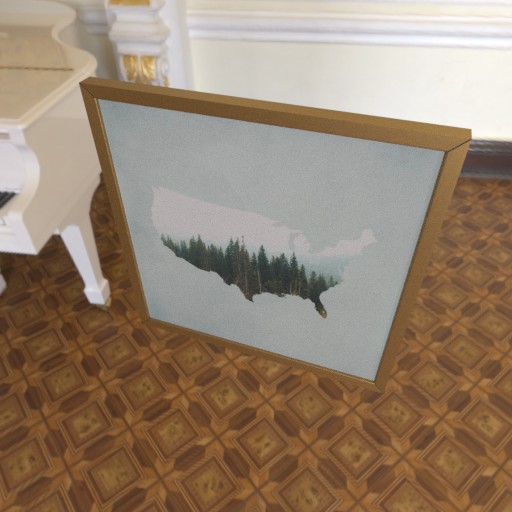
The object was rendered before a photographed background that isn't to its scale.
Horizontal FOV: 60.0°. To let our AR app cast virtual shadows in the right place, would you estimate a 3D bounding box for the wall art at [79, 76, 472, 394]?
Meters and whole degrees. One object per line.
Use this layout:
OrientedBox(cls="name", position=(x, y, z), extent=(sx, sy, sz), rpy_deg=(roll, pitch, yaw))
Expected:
OrientedBox(cls="wall art", position=(0.000, 0.000, 1.084), extent=(0.762, 0.762, 0.038), rpy_deg=(13, 43, 14))
